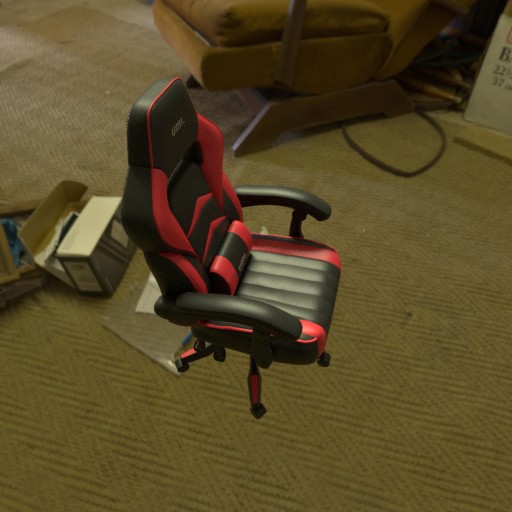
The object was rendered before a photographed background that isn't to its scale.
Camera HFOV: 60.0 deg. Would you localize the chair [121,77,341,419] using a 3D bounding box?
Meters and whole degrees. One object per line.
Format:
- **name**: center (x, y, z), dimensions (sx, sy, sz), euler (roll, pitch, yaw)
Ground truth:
- **chair**: center (0.000, 0.000, 1.654), dimensions (0.700, 1.220, 0.700), euler (11, 47, 11)
